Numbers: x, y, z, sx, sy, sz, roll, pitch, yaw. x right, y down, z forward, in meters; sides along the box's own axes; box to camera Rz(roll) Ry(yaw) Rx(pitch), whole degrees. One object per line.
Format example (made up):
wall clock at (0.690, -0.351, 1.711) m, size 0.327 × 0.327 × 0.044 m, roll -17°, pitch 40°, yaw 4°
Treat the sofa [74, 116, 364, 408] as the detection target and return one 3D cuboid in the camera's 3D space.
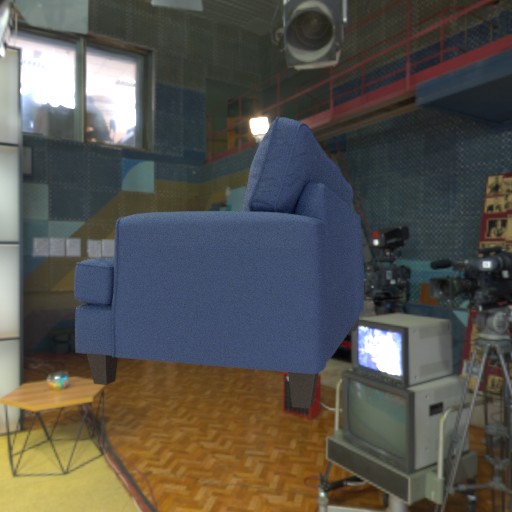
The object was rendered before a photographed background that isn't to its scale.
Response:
sofa at (0.000, 0.000, 2.276) m, size 0.965 × 0.965 × 1.651 m, roll 0°, pitch 0°, yaw 18°
